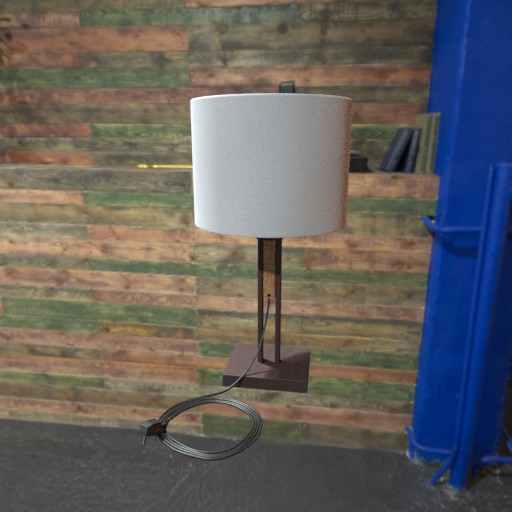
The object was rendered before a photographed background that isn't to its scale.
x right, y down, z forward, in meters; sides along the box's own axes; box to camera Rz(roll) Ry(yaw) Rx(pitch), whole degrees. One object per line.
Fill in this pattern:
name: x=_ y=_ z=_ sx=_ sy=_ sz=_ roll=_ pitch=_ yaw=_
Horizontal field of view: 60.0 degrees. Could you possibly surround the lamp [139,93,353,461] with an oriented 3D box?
lamp: x=0.000 y=0.000 z=0.991 sx=0.396 sy=0.668 sz=0.525 roll=2 pitch=15 yaw=9
